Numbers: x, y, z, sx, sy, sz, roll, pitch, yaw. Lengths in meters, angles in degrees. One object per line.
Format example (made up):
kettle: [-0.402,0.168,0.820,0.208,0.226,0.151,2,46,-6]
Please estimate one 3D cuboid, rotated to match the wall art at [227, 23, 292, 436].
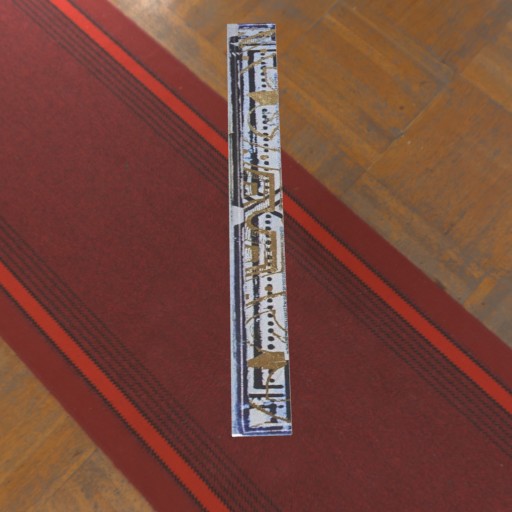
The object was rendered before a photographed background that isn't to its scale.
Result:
wall art: [0.000,0.000,0.460,0.038,0.306,0.302,-1,77,0]
